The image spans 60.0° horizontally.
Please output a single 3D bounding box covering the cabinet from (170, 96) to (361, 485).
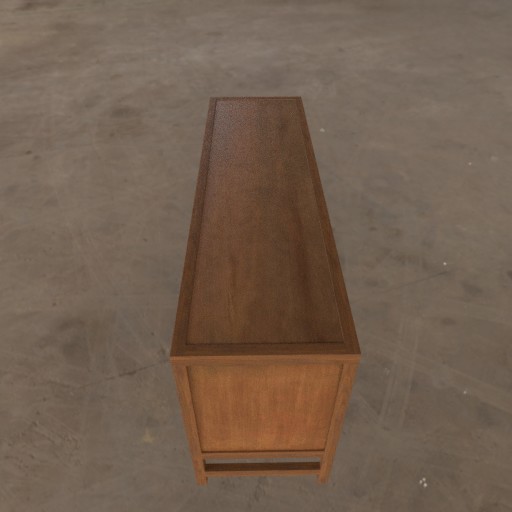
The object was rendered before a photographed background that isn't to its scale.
[{"bbox_3d":[0.000,0.000,2.061,0.522,0.820,1.708,-1,41,-1],"label":"cabinet"}]
